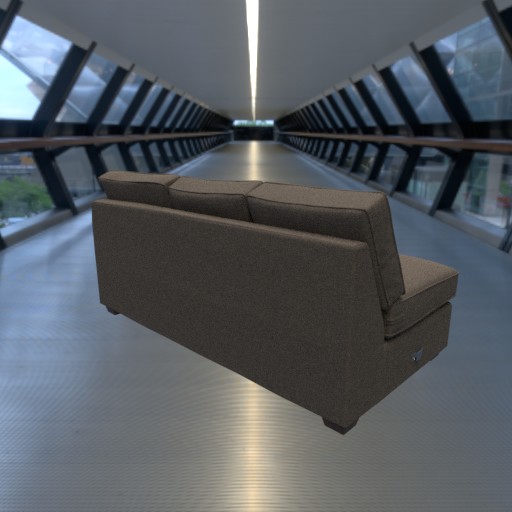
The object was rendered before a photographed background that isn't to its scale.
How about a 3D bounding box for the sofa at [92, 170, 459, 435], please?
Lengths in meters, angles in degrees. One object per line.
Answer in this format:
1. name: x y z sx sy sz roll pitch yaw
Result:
1. sofa: 0.000 0.000 2.565 1.963 0.946 1.034 14 20 42
